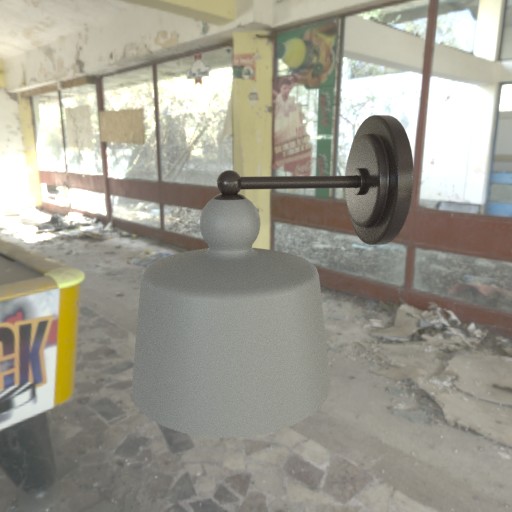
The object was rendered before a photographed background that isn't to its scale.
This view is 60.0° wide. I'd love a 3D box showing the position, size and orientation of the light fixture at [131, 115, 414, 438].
[{"bbox_3d":[0.000,0.000,0.438,0.254,0.268,0.204,-2,14,-9],"label":"light fixture"}]
